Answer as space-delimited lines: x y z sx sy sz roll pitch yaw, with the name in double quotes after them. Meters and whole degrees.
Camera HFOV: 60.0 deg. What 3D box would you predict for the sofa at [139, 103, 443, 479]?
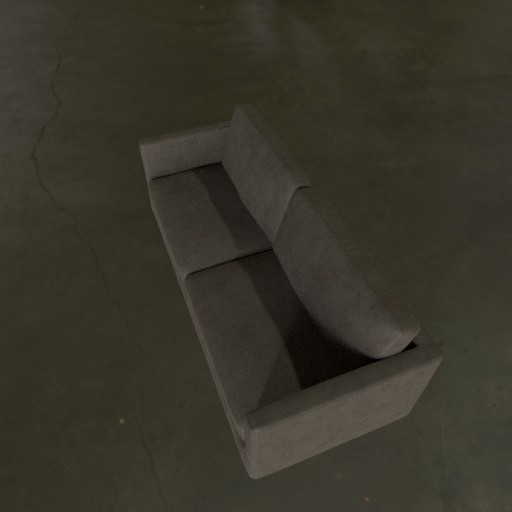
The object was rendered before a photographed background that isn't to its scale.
0.000 0.000 2.711 0.951 0.965 2.208 -16 50 -14 "sofa"
